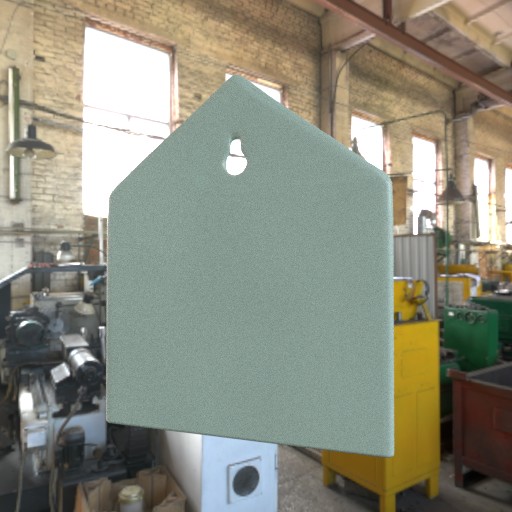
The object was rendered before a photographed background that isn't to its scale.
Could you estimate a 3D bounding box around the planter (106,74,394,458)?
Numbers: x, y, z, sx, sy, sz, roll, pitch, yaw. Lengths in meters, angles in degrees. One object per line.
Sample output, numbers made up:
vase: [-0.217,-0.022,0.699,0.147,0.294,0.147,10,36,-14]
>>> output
planter: [0.000,0.000,0.276,0.164,0.197,0.079,0,-1,17]
